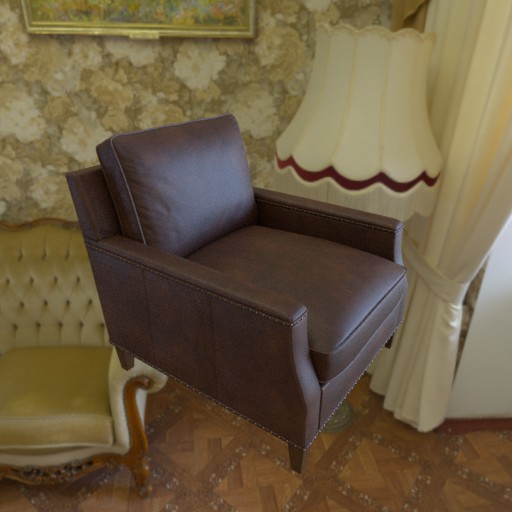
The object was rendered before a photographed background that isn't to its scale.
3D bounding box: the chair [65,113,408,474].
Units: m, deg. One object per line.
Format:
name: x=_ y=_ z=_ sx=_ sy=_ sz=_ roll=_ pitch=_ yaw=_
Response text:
chair: x=0.000 y=0.000 z=1.700 sx=1.014 sy=0.929 sz=0.853 roll=18 pitch=31 yaw=32
